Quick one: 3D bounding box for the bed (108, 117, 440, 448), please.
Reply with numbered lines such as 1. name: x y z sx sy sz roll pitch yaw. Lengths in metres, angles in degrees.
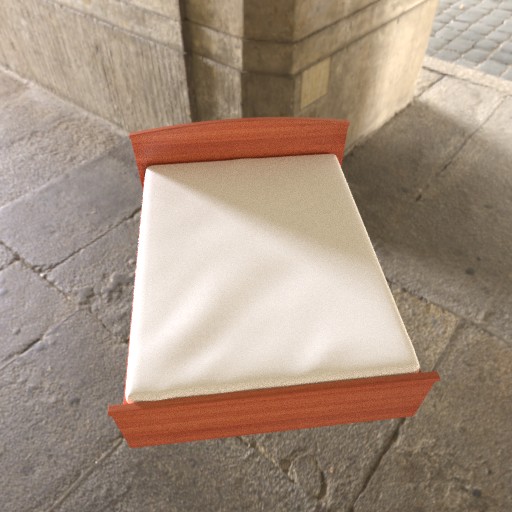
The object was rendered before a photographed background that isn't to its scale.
1. bed: 0.000 0.000 2.964 1.683 0.848 2.053 -5 48 -4
